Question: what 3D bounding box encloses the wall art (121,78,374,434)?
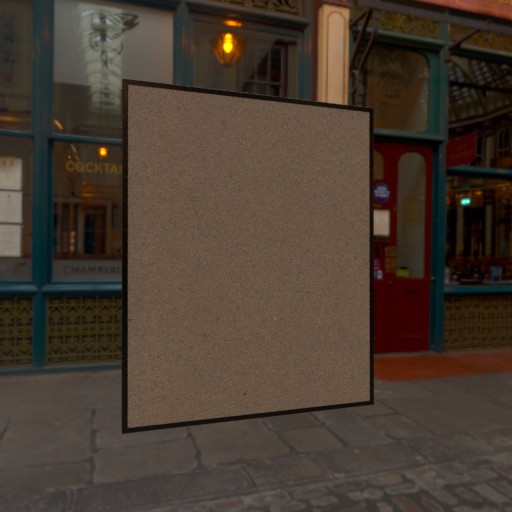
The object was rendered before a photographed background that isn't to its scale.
[{"bbox_3d":[0.000,0.000,0.773,0.448,0.551,0.038,0,0,-18],"label":"wall art"}]
